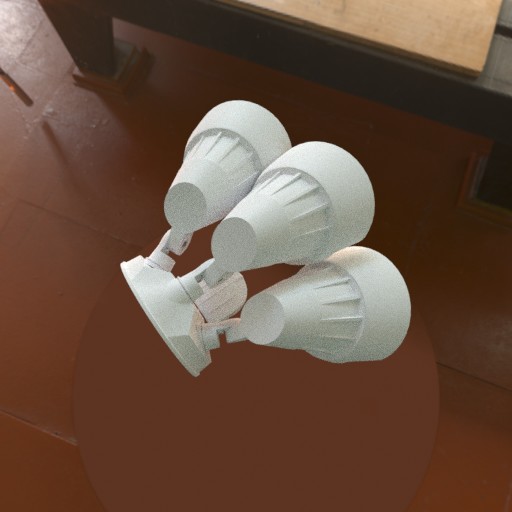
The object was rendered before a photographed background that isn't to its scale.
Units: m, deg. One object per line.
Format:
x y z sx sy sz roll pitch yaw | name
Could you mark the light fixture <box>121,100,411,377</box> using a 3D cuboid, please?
0.000 0.000 0.551 0.278 0.237 0.369 -34 77 -9 | light fixture
